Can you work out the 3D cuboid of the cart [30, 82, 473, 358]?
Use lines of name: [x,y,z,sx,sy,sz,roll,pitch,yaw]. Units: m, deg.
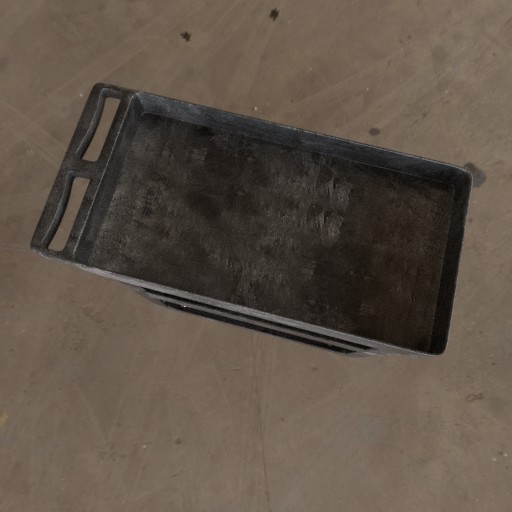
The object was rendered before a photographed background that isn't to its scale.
cart: [0.000,0.000,1.339,0.877,0.824,0.420,14,76,4]
